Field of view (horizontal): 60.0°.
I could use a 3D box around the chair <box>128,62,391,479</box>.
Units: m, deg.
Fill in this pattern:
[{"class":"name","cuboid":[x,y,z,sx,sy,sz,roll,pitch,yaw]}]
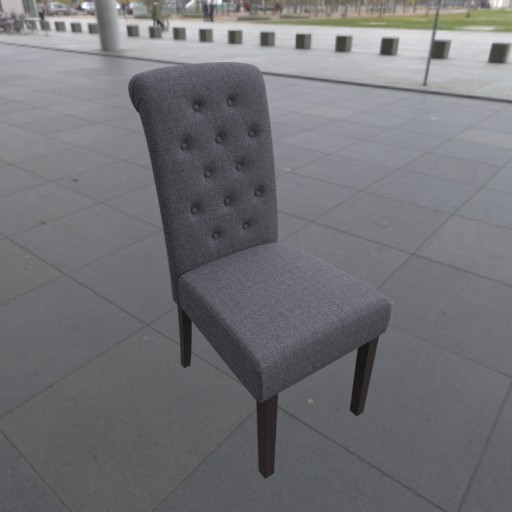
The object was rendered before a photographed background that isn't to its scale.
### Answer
[{"class":"chair","cuboid":[0.000,0.000,1.317,0.456,1.006,0.671,-20,35,-31]}]
